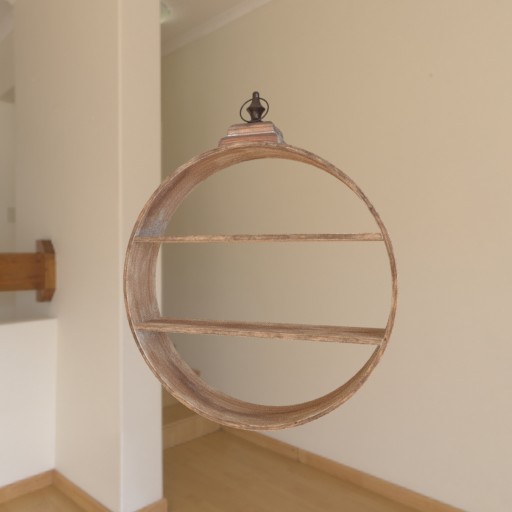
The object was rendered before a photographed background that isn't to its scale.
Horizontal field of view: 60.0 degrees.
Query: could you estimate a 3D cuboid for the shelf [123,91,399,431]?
[{"bbox_3d":[0.000,0.000,0.981,0.601,0.725,0.125,0,0,18],"label":"shelf"}]
